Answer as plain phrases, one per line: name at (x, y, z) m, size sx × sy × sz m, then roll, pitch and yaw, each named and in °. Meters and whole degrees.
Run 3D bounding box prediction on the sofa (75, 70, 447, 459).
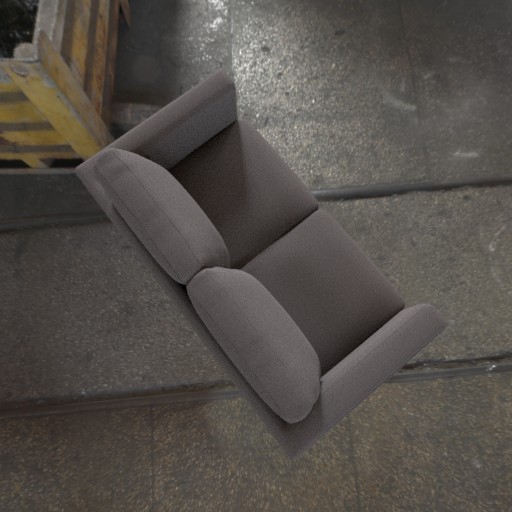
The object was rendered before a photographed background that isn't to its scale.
sofa at (0.000, 0.000, 1.973) m, size 0.796 × 0.908 × 1.430 m, roll -38°, pitch 79°, yaw -8°
